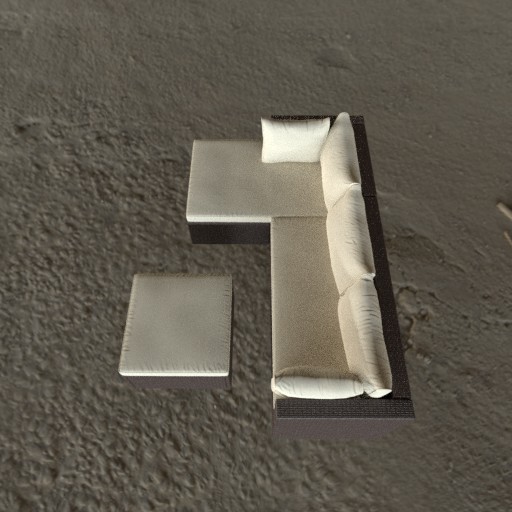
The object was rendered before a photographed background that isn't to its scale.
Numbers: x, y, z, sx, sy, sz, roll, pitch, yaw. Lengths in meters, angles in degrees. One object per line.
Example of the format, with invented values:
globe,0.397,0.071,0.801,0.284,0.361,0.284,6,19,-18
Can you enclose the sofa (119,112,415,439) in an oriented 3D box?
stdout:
sofa,0.000,0.000,2.984,1.612,0.766,2.192,0,59,0
